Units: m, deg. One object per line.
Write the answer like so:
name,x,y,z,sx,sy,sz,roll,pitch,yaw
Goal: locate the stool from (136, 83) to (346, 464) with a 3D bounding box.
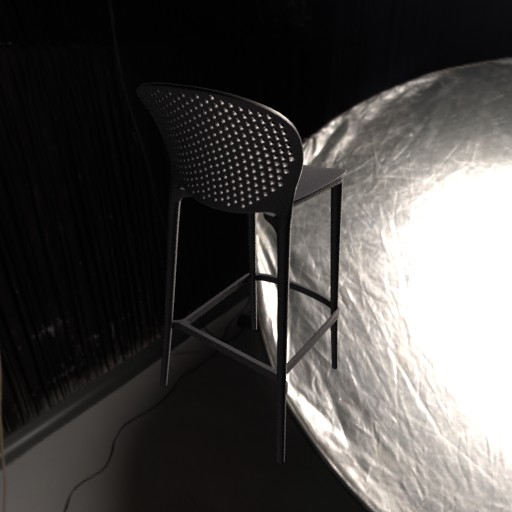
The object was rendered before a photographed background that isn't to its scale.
stool,0.000,0.000,1.363,0.536,1.045,0.535,20,35,32
